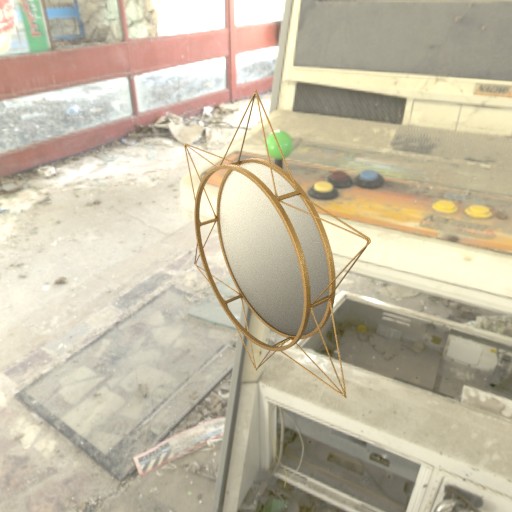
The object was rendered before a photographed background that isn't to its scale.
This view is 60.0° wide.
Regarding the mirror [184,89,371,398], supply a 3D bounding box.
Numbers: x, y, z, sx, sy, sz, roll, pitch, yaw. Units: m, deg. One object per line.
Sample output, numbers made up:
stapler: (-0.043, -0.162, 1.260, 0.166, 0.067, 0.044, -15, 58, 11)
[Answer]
mirror: (0.000, 0.000, 0.812, 0.062, 0.581, 0.498, -21, 37, -30)
